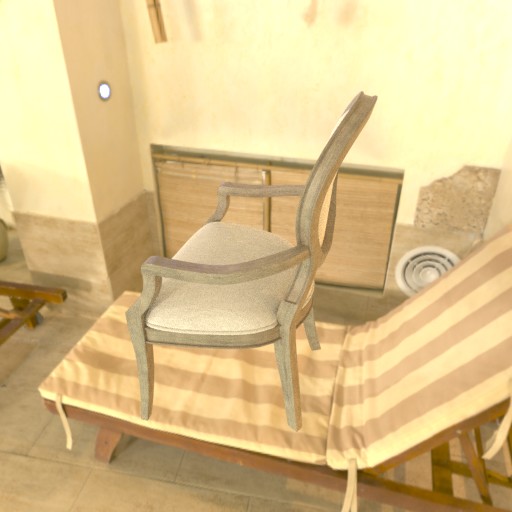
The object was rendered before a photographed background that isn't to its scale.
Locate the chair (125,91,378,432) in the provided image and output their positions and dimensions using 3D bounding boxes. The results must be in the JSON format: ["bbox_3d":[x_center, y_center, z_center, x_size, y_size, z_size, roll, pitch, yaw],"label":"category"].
[{"bbox_3d":[0.000,0.000,1.372,0.602,0.991,0.611,8,31,14],"label":"chair"}]
